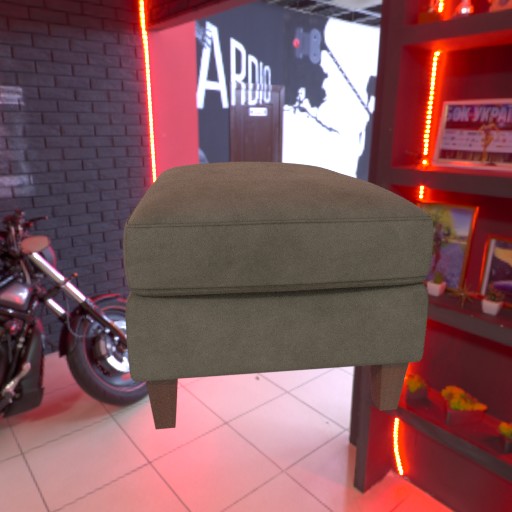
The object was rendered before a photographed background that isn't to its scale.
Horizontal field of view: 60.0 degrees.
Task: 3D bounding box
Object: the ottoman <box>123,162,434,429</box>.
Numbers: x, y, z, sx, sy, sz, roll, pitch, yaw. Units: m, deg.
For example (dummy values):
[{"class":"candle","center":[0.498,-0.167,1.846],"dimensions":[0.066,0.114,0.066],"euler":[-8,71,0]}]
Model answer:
[{"class":"ottoman","center":[0.000,0.000,1.218],"dimensions":[0.584,0.483,0.864],"euler":[-2,16,-7]}]
